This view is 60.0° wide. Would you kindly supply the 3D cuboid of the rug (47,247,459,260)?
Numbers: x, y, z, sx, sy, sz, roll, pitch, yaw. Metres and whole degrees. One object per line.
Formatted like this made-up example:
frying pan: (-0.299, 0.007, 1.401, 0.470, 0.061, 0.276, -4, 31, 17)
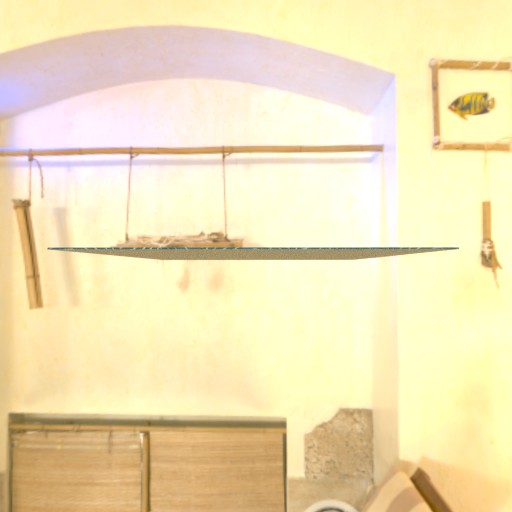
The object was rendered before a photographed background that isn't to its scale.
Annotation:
rug: (0.000, 0.000, 4.124, 2.432, 0.012, 3.033, 0, -2, 1)
